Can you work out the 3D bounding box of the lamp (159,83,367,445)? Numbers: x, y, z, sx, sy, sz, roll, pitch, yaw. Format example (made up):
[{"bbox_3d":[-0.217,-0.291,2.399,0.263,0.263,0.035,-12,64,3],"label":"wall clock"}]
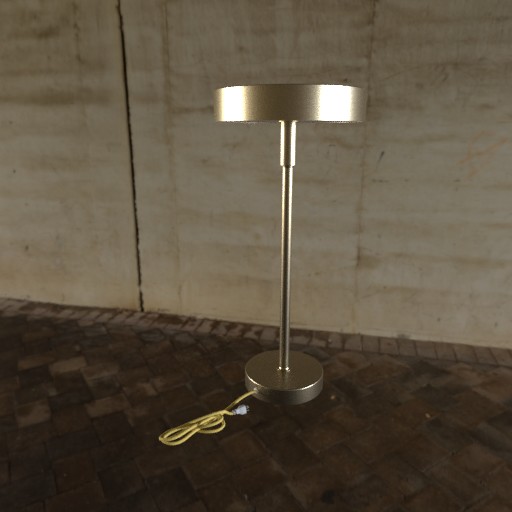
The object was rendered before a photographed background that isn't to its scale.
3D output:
[{"bbox_3d":[0.000,0.000,0.691,0.369,0.508,0.229,-15,22,-42],"label":"lamp"}]
